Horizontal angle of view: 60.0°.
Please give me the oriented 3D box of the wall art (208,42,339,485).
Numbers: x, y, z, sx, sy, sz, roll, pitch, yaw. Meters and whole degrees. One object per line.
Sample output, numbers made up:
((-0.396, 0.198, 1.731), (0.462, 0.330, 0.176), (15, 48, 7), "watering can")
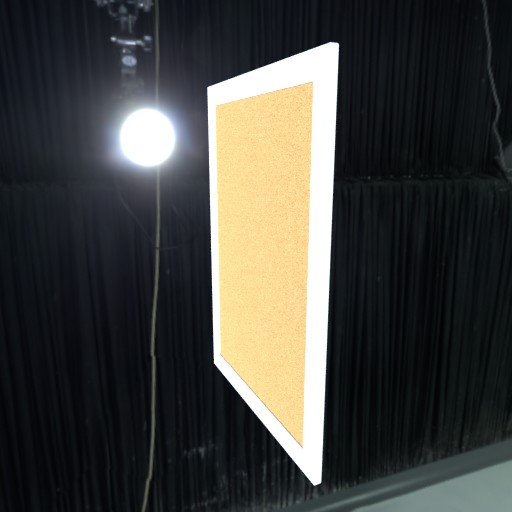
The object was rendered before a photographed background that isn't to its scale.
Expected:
((0.000, 0.000, 0.678), (0.012, 0.529, 0.374), (-6, 15, -25), "wall art")
